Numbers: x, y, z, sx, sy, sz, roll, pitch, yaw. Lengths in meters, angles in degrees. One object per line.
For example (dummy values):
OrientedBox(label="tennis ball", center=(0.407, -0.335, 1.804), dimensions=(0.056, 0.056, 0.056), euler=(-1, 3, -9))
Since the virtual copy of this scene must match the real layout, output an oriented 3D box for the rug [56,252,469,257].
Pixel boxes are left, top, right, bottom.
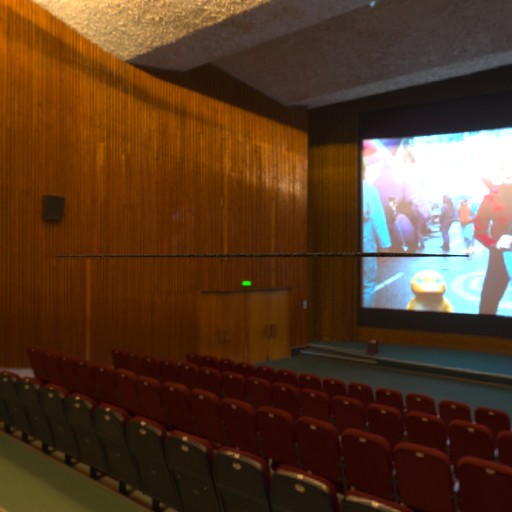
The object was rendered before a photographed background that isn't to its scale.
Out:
OrientedBox(label="rug", center=(0.000, 0.000, 2.225), dimensions=(1.754, 0.010, 1.139), euler=(0, 0, 36))
